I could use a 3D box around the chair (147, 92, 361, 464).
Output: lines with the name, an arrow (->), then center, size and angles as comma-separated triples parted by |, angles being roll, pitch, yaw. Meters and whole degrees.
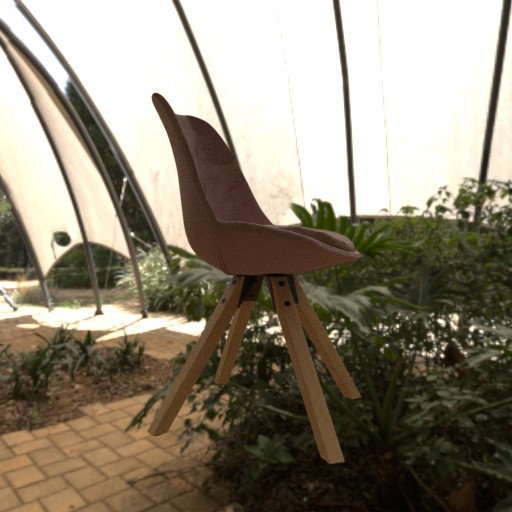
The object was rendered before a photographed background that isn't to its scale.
chair -> 0.000, 0.000, 1.191 | 0.550, 0.850, 0.485 | 1, 2, 18
